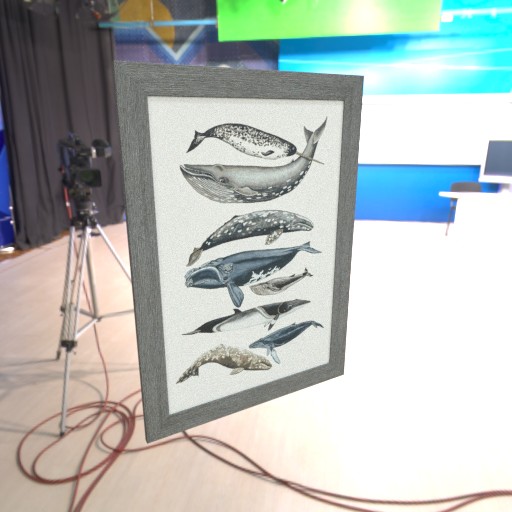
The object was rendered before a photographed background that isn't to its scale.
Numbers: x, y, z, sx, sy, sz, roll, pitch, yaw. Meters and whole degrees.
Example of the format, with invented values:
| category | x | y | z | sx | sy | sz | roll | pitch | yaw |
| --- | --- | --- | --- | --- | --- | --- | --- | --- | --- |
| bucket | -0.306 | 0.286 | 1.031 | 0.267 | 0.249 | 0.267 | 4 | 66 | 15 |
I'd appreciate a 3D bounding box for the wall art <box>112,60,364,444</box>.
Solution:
| category | x | y | z | sx | sy | sz | roll | pitch | yaw |
| --- | --- | --- | --- | --- | --- | --- | --- | --- | --- |
| wall art | 0.000 | 0.000 | 1.374 | 0.768 | 1.070 | 0.020 | -10 | 20 | -28 |
